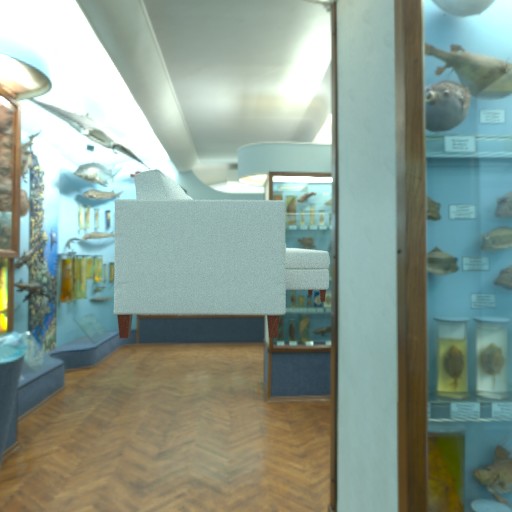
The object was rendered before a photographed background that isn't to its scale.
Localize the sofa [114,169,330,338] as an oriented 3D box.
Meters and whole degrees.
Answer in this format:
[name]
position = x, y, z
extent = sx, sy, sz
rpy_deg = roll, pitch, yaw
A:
[sofa]
position = 0.000, 0.000, 4.089
extent = 1.606, 0.954, 3.471
rpy_deg = 0, -1, -1
